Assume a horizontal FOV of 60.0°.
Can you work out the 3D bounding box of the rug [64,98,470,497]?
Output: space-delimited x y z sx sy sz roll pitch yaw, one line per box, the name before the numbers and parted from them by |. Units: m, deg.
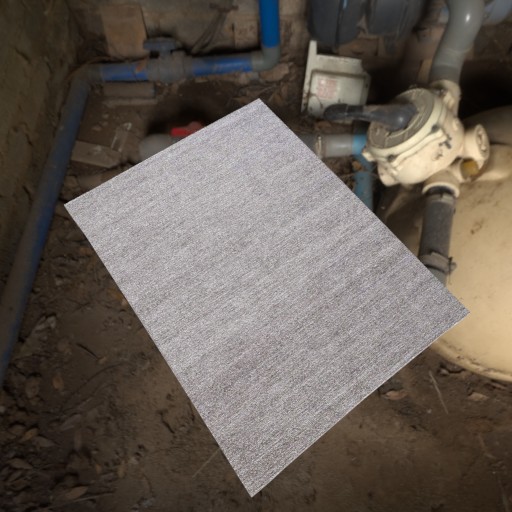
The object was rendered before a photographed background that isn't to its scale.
rug | 0.000 0.000 4.192 2.434 0.045 3.202 -33 69 -15
